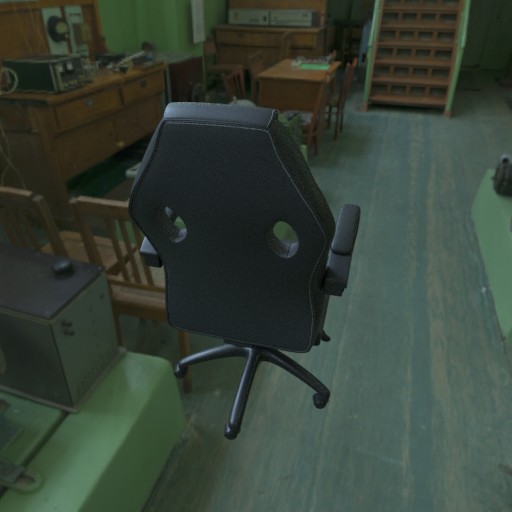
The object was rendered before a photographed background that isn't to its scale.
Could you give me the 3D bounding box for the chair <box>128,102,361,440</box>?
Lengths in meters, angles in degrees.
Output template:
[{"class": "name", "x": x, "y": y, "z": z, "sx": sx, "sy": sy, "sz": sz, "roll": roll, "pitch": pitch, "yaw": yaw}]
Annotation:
[{"class": "chair", "x": 0.000, "y": 0.000, "z": 1.572, "sx": 0.673, "sy": 1.187, "sz": 0.724, "roll": 8, "pitch": 33, "yaw": 13}]
